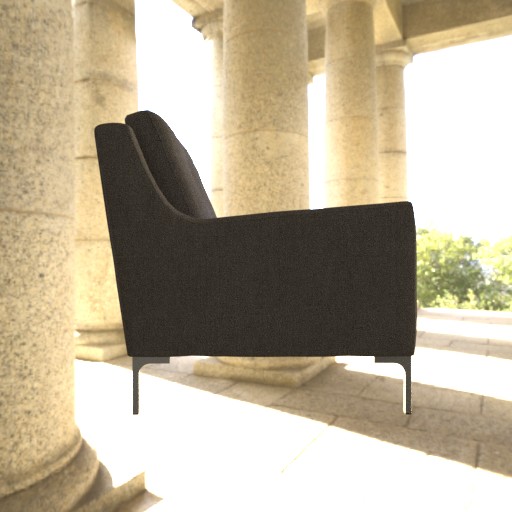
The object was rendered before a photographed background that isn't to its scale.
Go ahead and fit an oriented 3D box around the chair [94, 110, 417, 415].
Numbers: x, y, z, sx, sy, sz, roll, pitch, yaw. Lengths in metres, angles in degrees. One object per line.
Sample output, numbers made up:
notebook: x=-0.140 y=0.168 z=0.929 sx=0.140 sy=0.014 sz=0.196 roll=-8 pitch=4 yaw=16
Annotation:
chair: x=0.000 y=0.000 z=1.554 sx=0.849 sy=0.828 sz=0.847 roll=0 pitch=0 yaw=0
